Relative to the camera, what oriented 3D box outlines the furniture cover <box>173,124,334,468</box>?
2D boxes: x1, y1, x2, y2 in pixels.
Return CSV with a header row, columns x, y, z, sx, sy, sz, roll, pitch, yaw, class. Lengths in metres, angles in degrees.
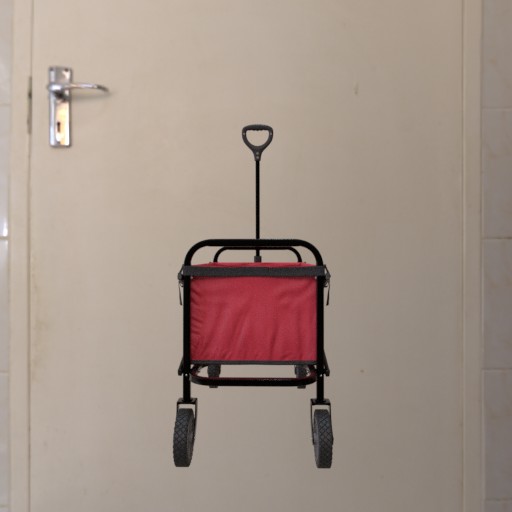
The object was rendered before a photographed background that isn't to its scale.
x,y,z,sx,sy,sz,roll,pitch,yaw,class
0.000,0.000,1.809,0.532,1.295,1.038,0,0,1,furniture cover
